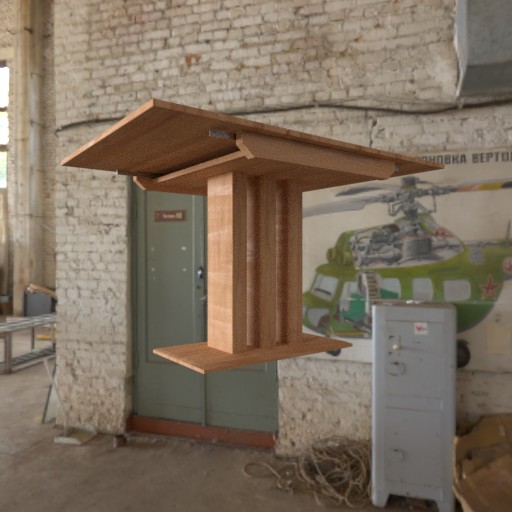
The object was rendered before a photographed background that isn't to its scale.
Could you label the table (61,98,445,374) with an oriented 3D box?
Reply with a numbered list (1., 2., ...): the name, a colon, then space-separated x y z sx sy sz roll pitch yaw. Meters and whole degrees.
1. table: 0.000 0.000 1.825 1.300 0.770 0.900 0 0 -37
